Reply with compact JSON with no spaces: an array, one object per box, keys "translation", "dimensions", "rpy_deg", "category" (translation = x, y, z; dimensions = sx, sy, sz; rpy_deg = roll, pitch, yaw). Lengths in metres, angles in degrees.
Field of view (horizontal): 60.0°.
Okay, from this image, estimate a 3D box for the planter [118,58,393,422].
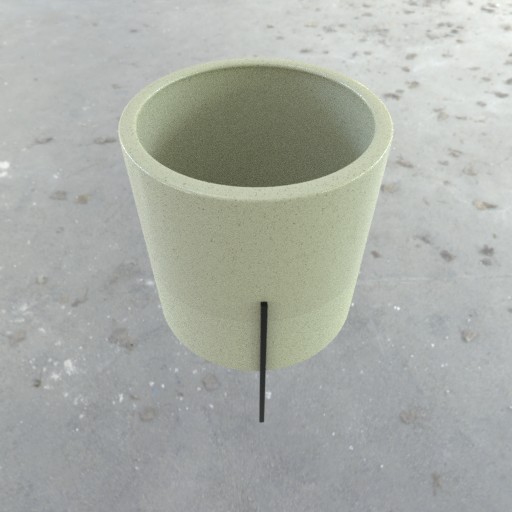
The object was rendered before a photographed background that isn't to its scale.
[{"translation":[0.000,0.000,0.683],"dimensions":[0.314,0.475,0.323],"rpy_deg":[-2,47,-2],"category":"planter"}]
